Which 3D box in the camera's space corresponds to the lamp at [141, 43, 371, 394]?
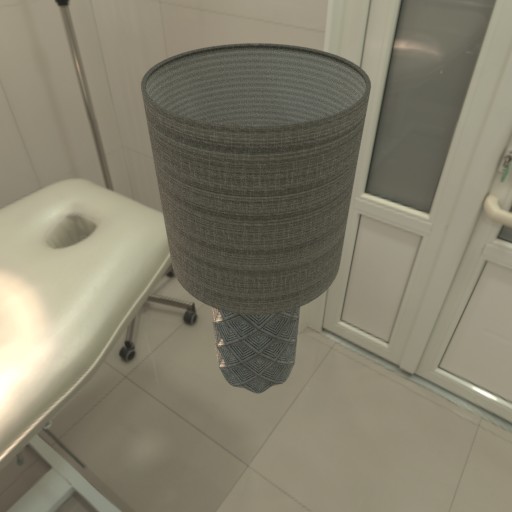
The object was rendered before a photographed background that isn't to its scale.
[{"bbox_3d":[0.000,0.000,0.713,0.269,0.566,0.268,25,47,26],"label":"lamp"}]
